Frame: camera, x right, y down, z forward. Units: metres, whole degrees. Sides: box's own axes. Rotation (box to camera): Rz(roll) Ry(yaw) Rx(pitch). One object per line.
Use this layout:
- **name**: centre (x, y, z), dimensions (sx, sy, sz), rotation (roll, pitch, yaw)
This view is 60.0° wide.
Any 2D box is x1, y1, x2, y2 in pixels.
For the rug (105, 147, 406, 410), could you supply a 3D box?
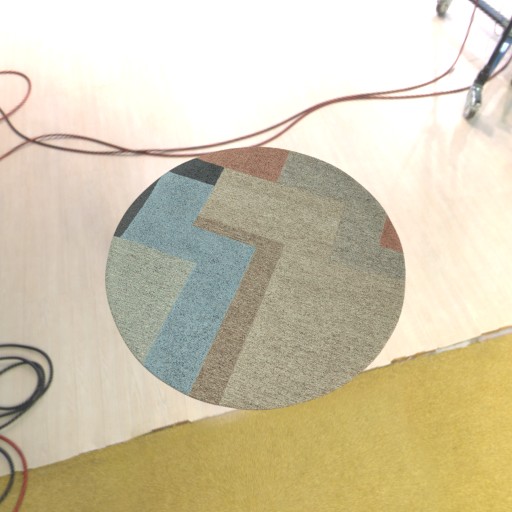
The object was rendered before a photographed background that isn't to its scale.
- **rug**: centre (0.000, 0.000, 3.672), dimensions (2.461, 0.033, 2.461), rotation (0, 59, 0)
